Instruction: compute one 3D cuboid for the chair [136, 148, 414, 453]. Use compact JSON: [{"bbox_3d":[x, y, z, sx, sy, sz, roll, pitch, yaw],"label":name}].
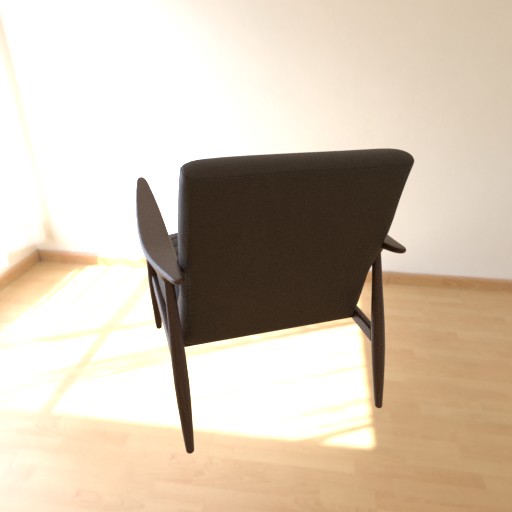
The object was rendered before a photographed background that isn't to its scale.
[{"bbox_3d":[0.000,0.000,1.481,0.741,0.831,0.798,-7,26,-15],"label":"chair"}]
